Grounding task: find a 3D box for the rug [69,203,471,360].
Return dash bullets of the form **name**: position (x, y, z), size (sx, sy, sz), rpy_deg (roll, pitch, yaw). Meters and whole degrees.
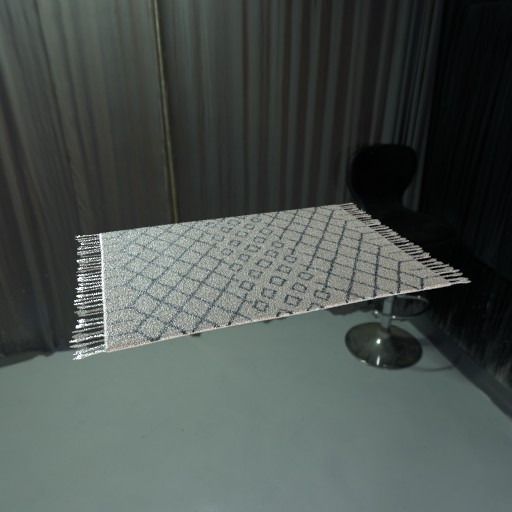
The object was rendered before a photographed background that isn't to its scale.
- **rug**: position (0.000, 0.000, 3.350), size (2.615, 0.029, 1.664), rpy_deg (-9, 28, -17)
